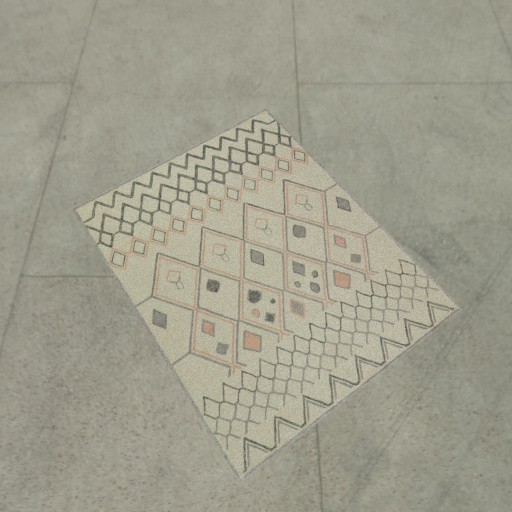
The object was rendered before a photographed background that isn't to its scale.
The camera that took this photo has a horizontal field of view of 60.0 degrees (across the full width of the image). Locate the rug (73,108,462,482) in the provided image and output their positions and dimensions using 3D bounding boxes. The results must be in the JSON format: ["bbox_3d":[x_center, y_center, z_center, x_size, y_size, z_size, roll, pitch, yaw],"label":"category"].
[{"bbox_3d":[0.000,0.000,4.273,2.441,0.016,3.050,-32,67,-16],"label":"rug"}]
